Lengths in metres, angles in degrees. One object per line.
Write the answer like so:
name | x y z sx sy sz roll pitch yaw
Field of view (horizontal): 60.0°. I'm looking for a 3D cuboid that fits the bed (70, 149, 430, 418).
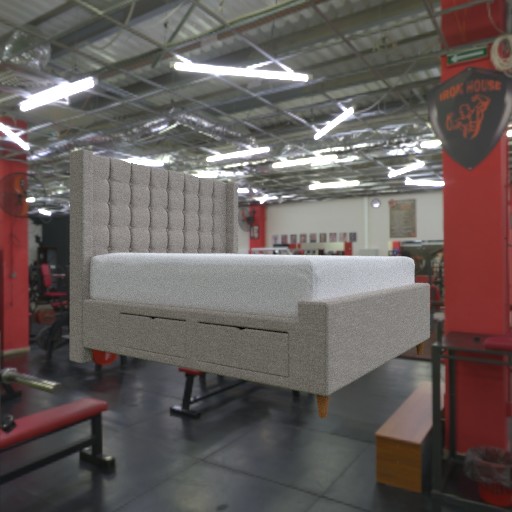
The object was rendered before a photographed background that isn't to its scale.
bed | 0.000 0.000 3.820 2.372 1.748 2.044 0 0 36
